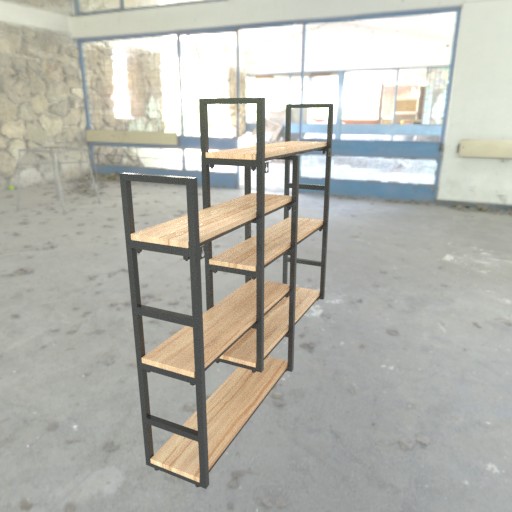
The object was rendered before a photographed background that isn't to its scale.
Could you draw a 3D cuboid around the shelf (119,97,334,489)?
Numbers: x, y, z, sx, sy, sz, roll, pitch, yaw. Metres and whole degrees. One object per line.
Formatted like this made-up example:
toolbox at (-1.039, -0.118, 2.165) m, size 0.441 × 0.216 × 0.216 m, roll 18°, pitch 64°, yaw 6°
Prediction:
shelf at (0.000, 0.000, 1.386) m, size 0.183 × 0.921 × 0.946 m, roll 8°, pitch 19°, yaw 24°
